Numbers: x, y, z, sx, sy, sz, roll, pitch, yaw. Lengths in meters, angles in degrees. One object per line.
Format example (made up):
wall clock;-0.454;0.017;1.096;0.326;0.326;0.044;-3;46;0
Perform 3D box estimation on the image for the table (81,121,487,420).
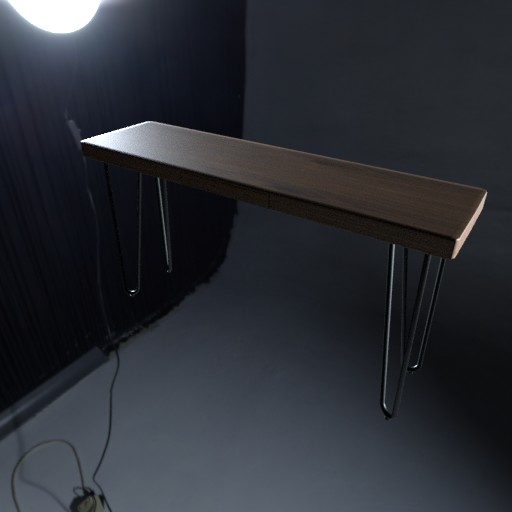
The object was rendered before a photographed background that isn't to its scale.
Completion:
table;0.000;0.000;1.905;1.570;0.834;0.425;19;36;29
